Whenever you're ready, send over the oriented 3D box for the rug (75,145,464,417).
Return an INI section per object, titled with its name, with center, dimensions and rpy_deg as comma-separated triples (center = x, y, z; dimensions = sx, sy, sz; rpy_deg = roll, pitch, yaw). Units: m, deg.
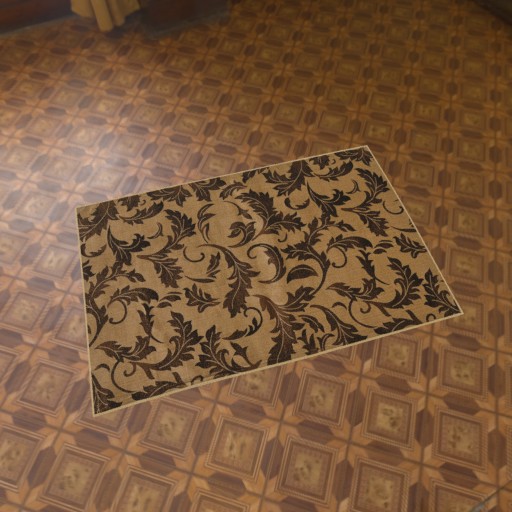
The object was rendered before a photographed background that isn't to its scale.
[rug]
center = 0.000, 0.000, 2.975
dimensions = 2.284, 0.008, 1.522
rpy_deg = -14, 59, -8
